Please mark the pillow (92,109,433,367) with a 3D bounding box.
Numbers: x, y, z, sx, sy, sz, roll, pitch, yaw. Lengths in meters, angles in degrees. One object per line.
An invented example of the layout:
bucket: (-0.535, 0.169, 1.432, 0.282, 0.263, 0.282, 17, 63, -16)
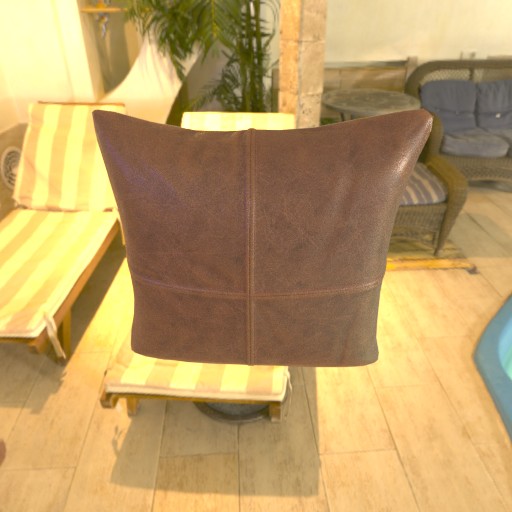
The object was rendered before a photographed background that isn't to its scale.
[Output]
pillow: (0.000, 0.000, 0.724, 0.484, 0.470, 0.192, 1, 32, 2)
